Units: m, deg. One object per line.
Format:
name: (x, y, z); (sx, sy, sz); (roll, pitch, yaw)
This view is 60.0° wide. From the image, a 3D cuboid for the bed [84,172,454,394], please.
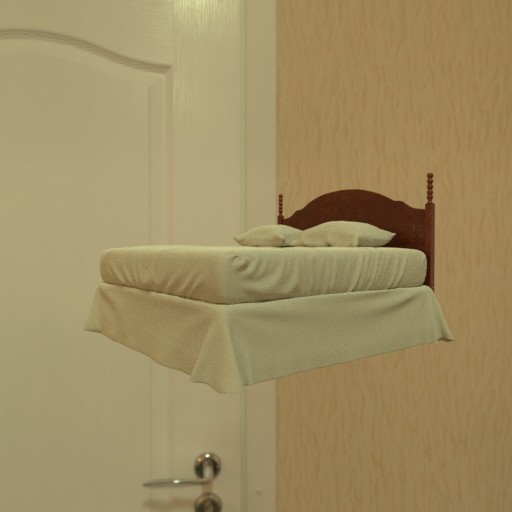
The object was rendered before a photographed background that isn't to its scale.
bed: (0.000, 0.000, 3.694); (2.219, 1.355, 2.322); (-1, 2, -37)
